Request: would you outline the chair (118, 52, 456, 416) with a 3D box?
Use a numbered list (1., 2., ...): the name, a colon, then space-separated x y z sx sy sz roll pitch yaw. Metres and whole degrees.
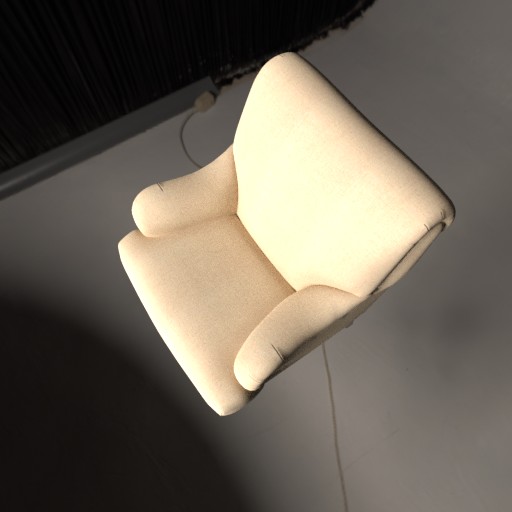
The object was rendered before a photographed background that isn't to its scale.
1. chair: 0.000 0.000 1.568 0.842 0.944 0.766 -32 68 -14
